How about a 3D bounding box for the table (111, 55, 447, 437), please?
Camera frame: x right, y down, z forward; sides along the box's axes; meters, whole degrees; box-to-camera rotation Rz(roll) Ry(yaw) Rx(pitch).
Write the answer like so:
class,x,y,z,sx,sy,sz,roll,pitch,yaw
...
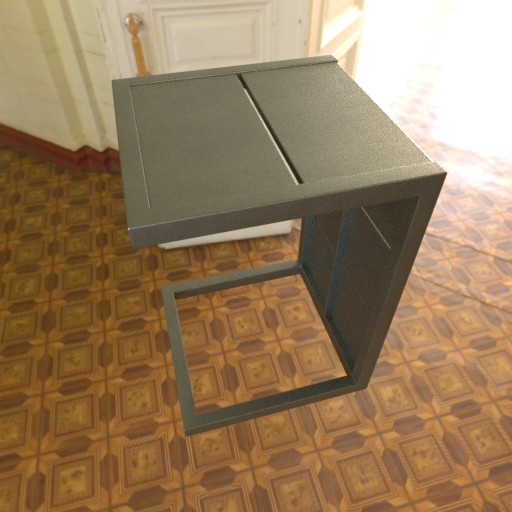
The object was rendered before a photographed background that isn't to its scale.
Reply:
class,x,y,z,sx,sy,sz,roll,pitch,yaw
table,0.000,0.000,0.906,0.420,0.609,0.405,-11,47,-11
